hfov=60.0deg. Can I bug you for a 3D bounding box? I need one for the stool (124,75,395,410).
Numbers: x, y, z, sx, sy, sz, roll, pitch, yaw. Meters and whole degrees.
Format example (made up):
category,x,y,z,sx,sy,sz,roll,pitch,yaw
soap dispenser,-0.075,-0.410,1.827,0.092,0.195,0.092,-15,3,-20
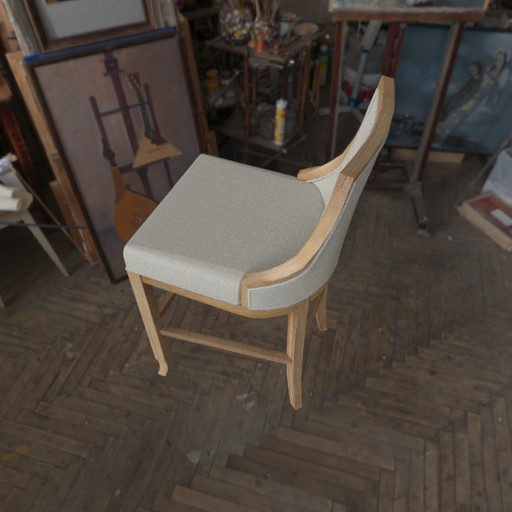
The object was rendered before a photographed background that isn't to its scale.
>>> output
category,x,y,z,sx,sy,sz,roll,pitch,yaw
stool,0.000,0.000,1.439,0.626,1.101,0.524,16,49,14
